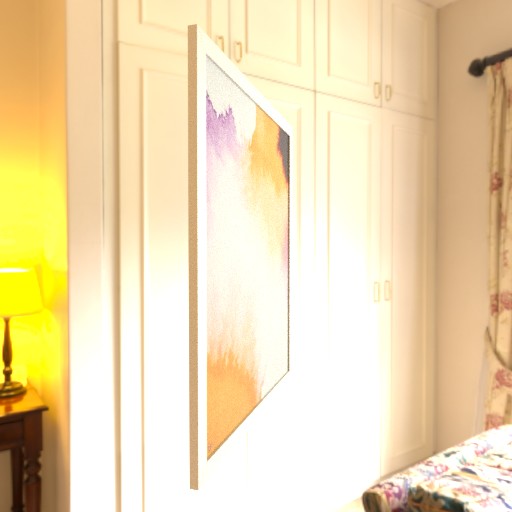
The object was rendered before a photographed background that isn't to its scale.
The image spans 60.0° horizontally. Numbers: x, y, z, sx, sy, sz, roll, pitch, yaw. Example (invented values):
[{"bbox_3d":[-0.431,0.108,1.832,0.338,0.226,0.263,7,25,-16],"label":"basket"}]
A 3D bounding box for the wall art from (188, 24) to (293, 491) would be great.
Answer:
[{"bbox_3d":[0.000,0.000,0.758,0.012,0.557,0.482,0,1,18],"label":"wall art"}]
